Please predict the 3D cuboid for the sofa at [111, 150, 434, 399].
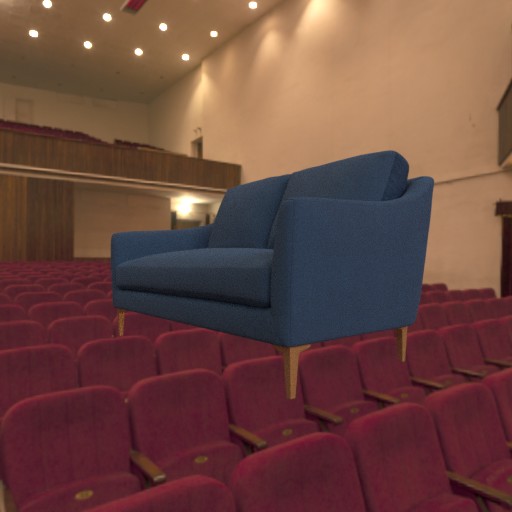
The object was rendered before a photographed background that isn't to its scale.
[{"bbox_3d":[0.000,0.000,2.215,0.960,0.902,1.619,1,-1,-36],"label":"sofa"}]
